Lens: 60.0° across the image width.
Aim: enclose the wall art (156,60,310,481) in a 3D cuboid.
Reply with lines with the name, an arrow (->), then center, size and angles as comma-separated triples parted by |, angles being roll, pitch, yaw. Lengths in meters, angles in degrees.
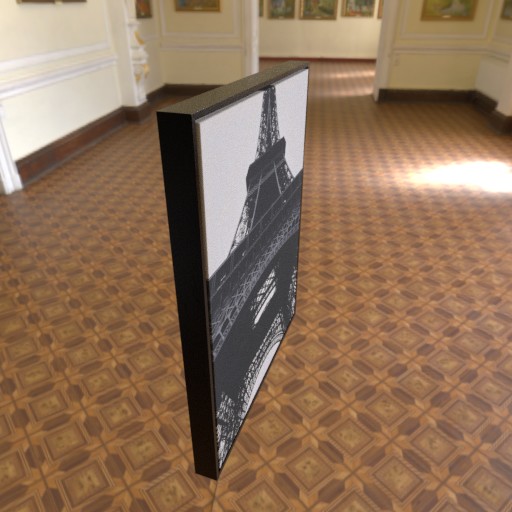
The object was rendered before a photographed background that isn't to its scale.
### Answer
wall art -> 0.000, 0.000, 0.738 | 0.039, 0.553, 0.451 | 10, 31, 17
